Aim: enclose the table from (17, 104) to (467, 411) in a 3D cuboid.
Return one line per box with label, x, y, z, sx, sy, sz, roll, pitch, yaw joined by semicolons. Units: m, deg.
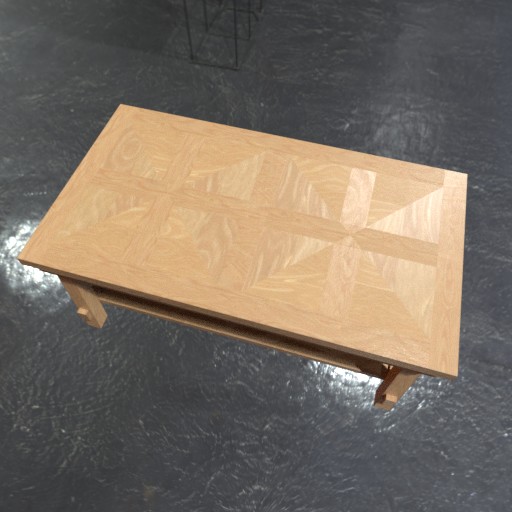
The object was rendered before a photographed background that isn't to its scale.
table;0.000;0.000;1.613;1.270;0.507;0.711;14;59;8
